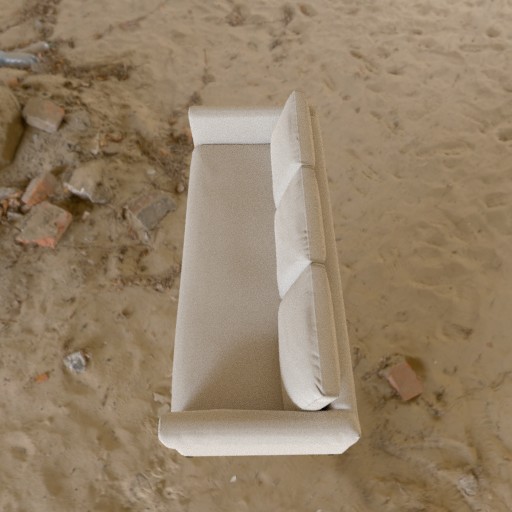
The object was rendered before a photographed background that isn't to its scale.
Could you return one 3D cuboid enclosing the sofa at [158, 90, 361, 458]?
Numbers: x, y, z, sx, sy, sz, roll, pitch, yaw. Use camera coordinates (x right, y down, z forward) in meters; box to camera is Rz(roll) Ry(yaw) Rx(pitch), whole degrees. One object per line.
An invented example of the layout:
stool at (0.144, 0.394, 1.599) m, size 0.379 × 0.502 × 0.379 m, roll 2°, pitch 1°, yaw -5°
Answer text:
sofa at (0.000, 0.000, 2.695) m, size 0.902 × 0.911 × 2.198 m, roll -1°, pitch 58°, yaw 0°
